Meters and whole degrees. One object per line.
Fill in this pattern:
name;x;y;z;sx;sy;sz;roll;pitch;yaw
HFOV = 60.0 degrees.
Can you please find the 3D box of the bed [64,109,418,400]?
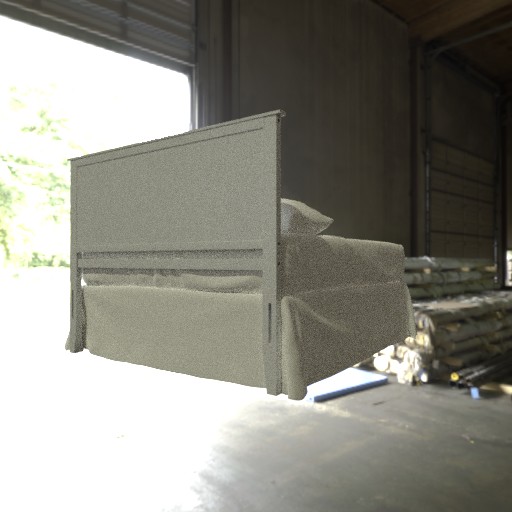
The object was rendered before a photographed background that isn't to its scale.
bed;0.000;0.000;3.225;1.876;1.269;2.047;0;-1;35
